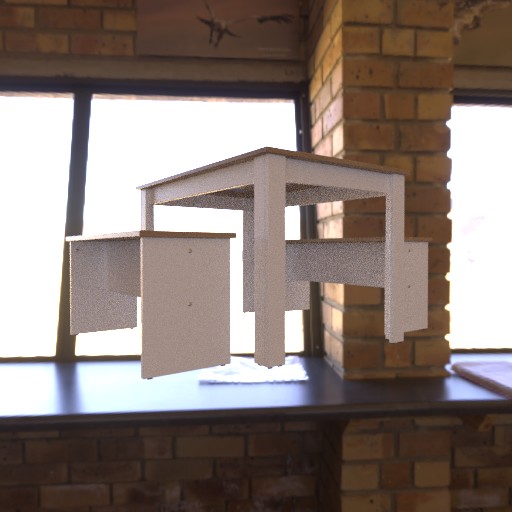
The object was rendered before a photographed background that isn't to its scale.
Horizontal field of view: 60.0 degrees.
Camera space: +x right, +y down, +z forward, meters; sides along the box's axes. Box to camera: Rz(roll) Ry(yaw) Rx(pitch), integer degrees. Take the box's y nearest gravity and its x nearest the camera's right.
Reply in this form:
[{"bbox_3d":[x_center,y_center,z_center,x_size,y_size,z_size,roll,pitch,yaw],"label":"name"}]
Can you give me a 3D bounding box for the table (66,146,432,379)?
[{"bbox_3d":[0.000,0.000,2.027,1.443,0.700,1.100,-1,1,-36],"label":"table"}]
